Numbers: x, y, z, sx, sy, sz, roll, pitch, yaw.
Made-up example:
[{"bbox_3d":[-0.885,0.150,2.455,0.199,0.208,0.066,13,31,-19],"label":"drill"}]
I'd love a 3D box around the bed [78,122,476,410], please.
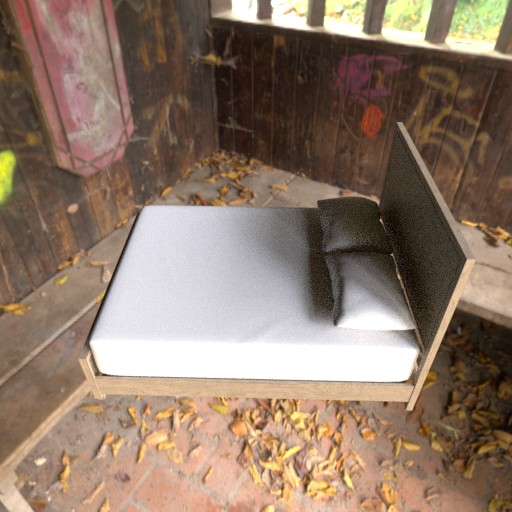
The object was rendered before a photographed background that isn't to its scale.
[{"bbox_3d":[0.000,0.000,3.238,2.189,1.369,1.606,1,40,1],"label":"bed"}]
